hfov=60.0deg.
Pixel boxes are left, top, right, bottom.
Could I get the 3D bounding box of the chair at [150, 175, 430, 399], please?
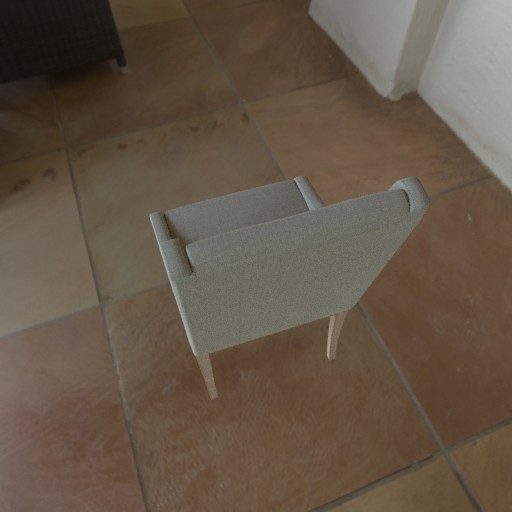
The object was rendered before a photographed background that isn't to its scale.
[{"bbox_3d":[0.000,0.000,1.387,0.575,1.021,0.611,-16,58,-10],"label":"chair"}]
